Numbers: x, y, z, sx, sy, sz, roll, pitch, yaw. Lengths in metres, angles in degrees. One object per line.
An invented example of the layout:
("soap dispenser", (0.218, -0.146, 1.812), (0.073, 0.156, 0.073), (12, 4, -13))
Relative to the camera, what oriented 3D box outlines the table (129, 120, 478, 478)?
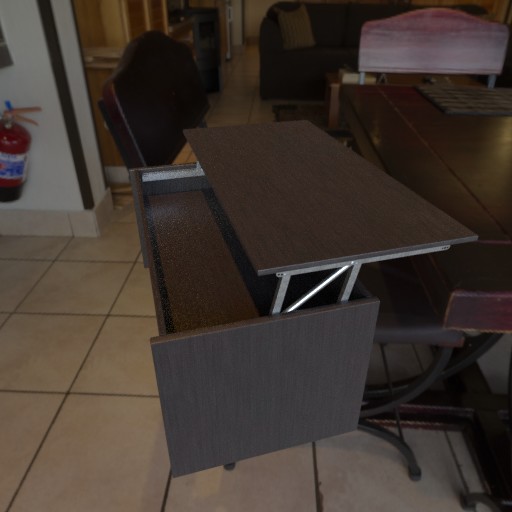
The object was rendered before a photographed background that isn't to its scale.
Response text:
("table", (0.000, 0.000, 1.429), (0.712, 0.570, 1.000), (-9, 32, -14))
